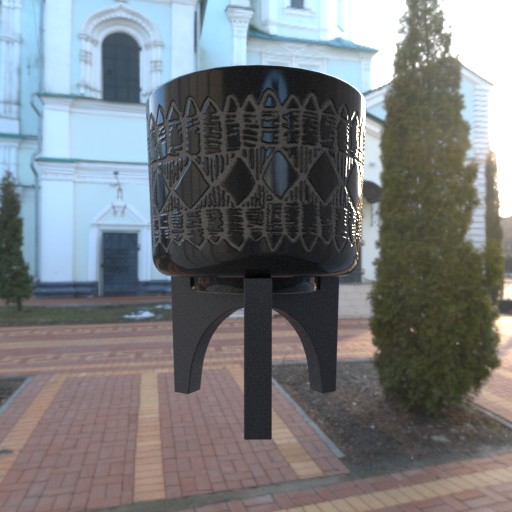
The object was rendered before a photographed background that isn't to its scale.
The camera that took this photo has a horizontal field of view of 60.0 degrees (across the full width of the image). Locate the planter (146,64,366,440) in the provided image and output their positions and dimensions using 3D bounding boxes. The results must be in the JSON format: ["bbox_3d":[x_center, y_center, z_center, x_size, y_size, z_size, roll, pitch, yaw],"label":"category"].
[{"bbox_3d":[0.000,0.000,0.402,0.196,0.264,0.196,0,-1,-1],"label":"planter"}]
